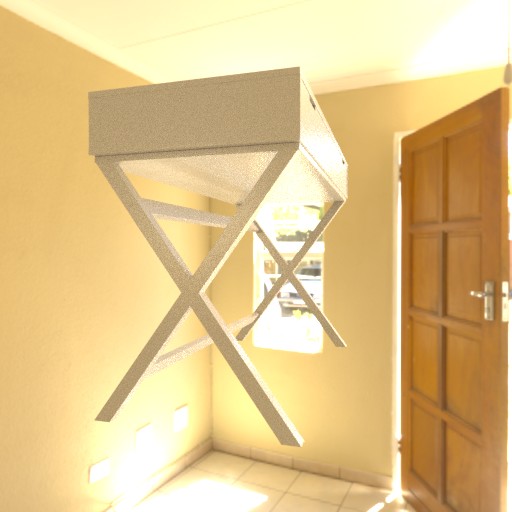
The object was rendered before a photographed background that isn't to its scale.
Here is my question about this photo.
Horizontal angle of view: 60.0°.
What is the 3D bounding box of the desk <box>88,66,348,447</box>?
[{"bbox_3d":[0.000,0.000,1.478,0.509,0.780,1.059,0,1,17],"label":"desk"}]
